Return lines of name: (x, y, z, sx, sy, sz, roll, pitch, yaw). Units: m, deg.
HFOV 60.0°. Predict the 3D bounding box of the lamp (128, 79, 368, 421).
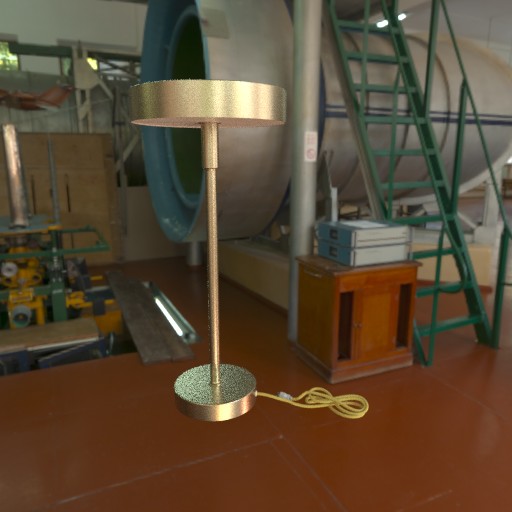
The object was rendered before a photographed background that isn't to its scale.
lamp: (0.000, 0.000, 0.697, 0.369, 0.508, 0.229, 2, 13, 9)
